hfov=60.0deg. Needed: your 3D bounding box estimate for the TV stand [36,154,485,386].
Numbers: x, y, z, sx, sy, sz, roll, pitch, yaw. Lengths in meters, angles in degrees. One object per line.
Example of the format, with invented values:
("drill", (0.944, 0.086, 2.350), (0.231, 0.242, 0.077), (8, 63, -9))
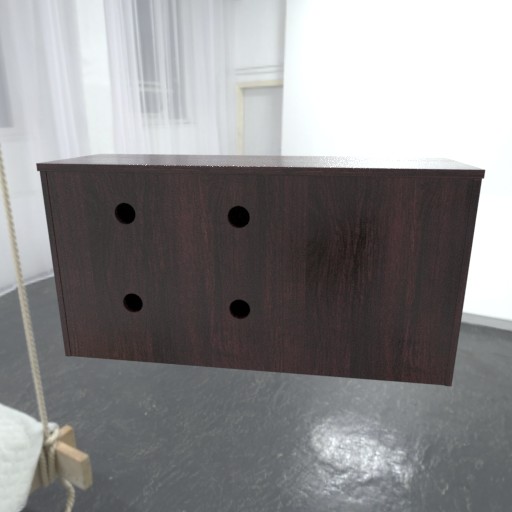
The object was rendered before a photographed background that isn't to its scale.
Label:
("TV stand", (0.000, 0.000, 1.445), (1.192, 0.614, 0.404), (2, 17, 8))
